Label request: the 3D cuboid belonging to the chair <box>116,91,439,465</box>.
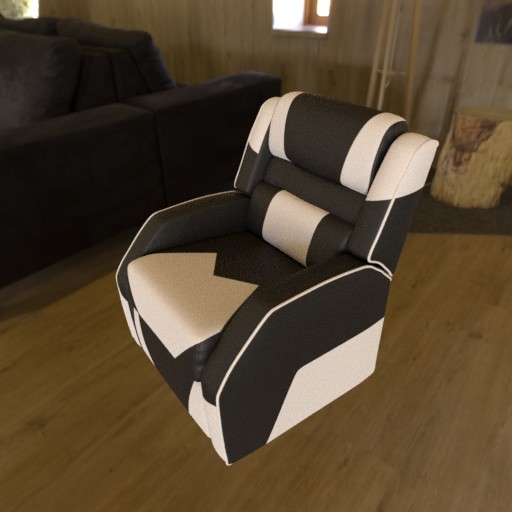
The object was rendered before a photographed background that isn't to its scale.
[{"bbox_3d":[0.000,0.000,1.301,0.672,0.805,0.620,-21,37,-30],"label":"chair"}]
